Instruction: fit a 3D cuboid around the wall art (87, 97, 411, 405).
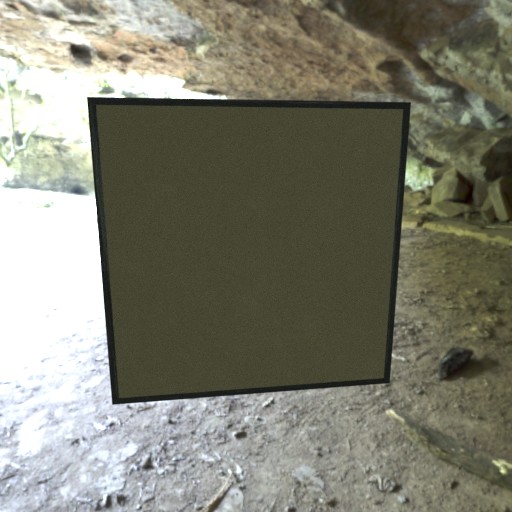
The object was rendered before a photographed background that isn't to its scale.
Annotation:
[{"bbox_3d":[0.000,0.000,1.141,0.762,0.758,0.043,-2,13,-8],"label":"wall art"}]
